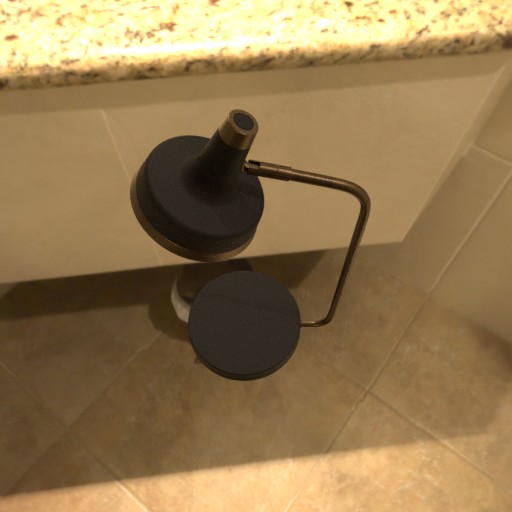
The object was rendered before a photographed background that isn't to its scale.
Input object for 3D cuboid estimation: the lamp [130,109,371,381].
[{"bbox_3d":[0.000,0.000,0.483,0.218,0.385,0.162,1,58,1],"label":"lamp"}]
